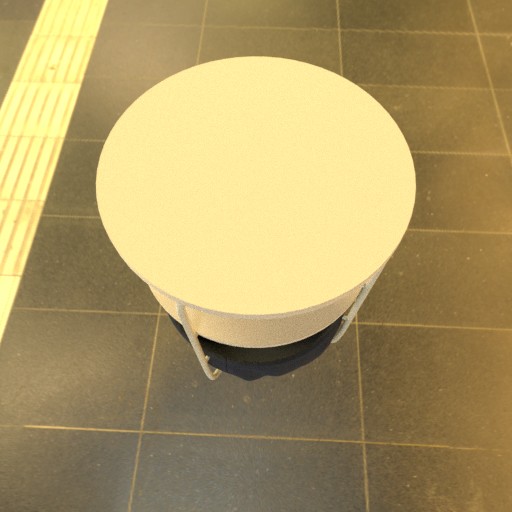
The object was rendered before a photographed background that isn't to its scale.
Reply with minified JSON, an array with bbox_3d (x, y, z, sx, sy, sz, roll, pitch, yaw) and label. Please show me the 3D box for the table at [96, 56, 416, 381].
[{"bbox_3d":[0.000,0.000,0.824,0.418,0.532,0.418,-15,64,-8],"label":"table"}]
